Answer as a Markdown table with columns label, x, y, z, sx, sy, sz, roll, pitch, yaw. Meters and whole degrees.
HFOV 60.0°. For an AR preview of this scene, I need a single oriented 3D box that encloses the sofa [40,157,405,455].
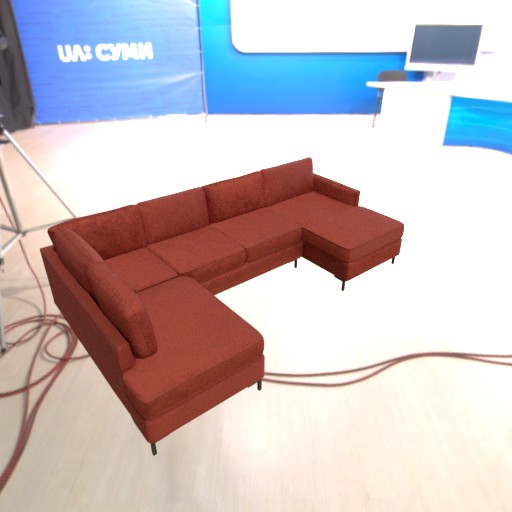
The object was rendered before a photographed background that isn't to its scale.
| label | x | y | z | sx | sy | sz | roll | pitch | yaw |
| --- | --- | --- | --- | --- | --- | --- | --- | --- | --- |
| sofa | 0.000 | 0.000 | 4.337 | 3.434 | 0.992 | 2.055 | -22 | 37 | -33 |
